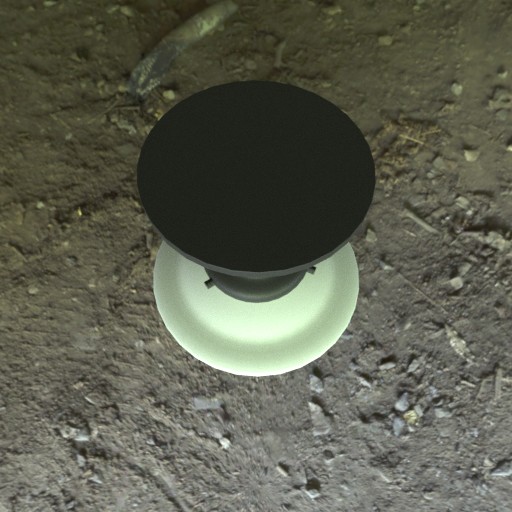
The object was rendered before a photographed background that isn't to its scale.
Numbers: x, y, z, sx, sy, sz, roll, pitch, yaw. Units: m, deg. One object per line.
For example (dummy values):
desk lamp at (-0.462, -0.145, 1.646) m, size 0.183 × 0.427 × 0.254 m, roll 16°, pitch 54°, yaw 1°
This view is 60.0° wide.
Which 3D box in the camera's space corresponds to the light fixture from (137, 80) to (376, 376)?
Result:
light fixture at (0.000, 0.000, 0.394) m, size 0.197 × 0.254 × 0.197 m, roll 0°, pitch 63°, yaw 0°
